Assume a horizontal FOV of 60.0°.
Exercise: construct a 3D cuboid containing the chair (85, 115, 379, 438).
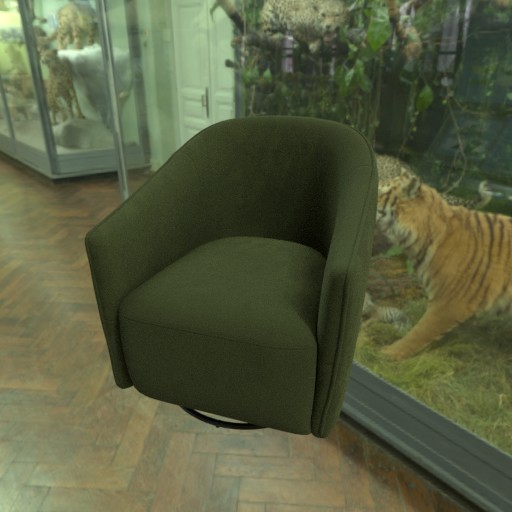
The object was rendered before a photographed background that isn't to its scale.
[{"bbox_3d":[0.000,0.000,1.481,0.747,0.799,0.875,8,26,16],"label":"chair"}]
